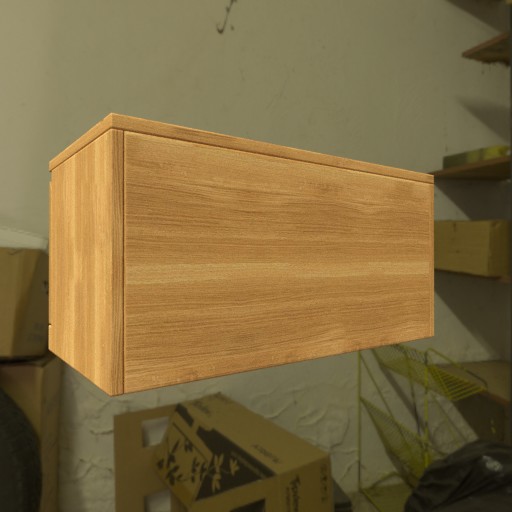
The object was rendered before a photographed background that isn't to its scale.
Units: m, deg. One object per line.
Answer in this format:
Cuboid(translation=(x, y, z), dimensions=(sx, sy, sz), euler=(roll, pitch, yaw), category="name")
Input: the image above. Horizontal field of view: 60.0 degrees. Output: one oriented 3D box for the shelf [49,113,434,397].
Cuboid(translation=(0.000, 0.000, 1.019), dimensions=(0.800, 0.400, 0.400), euler=(0, 0, -36), category="shelf")
